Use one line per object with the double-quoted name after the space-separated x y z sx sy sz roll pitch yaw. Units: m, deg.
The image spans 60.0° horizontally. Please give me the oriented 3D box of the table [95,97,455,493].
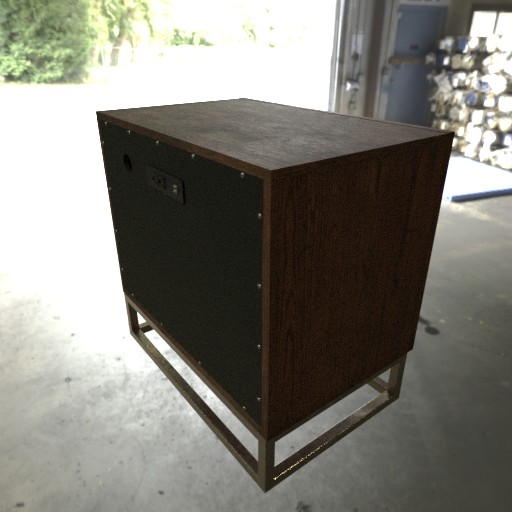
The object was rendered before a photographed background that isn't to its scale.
0.000 0.000 1.249 0.542 0.746 0.767 -19 32 -33 "table"
